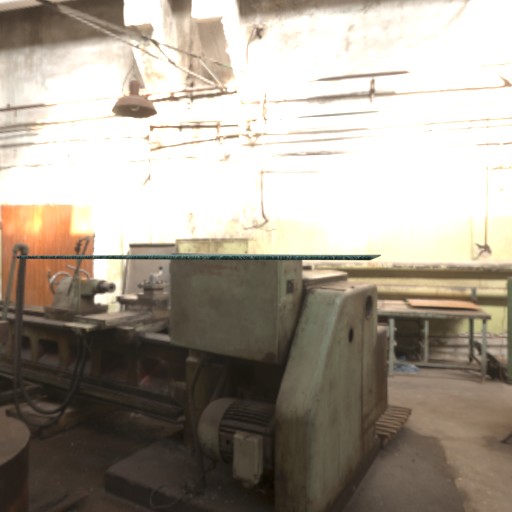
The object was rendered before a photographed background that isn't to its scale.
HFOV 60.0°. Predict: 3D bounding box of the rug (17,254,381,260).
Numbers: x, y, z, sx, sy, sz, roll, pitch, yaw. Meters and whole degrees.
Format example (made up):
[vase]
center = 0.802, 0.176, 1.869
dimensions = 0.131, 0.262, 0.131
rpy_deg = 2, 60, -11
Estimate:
[rug]
center = 0.000, 0.000, 2.796
dimensions = 1.490, 0.015, 2.277
rpy_deg = 0, 0, 17
